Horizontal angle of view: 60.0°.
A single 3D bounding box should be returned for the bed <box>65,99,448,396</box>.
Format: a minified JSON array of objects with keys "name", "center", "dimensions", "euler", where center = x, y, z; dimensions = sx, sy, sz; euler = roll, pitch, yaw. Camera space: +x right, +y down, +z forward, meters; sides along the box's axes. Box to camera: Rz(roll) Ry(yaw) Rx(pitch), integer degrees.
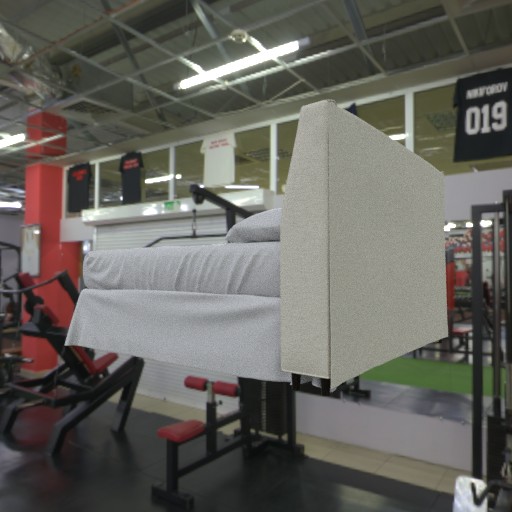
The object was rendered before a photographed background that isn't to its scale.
[{"name":"bed","center":[0.000,0.000,3.355],"dimensions":[2.276,1.332,1.925],"euler":[-2,-2,37]}]
